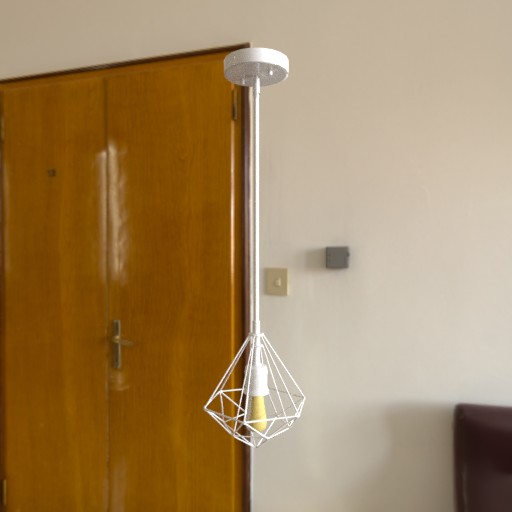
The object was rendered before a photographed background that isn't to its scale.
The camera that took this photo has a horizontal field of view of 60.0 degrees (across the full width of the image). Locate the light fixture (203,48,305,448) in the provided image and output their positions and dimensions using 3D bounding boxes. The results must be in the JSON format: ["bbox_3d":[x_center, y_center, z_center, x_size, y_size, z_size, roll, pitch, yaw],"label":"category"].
[{"bbox_3d":[0.000,0.000,2.029,0.487,1.764,0.431,0,1,-18],"label":"light fixture"}]
